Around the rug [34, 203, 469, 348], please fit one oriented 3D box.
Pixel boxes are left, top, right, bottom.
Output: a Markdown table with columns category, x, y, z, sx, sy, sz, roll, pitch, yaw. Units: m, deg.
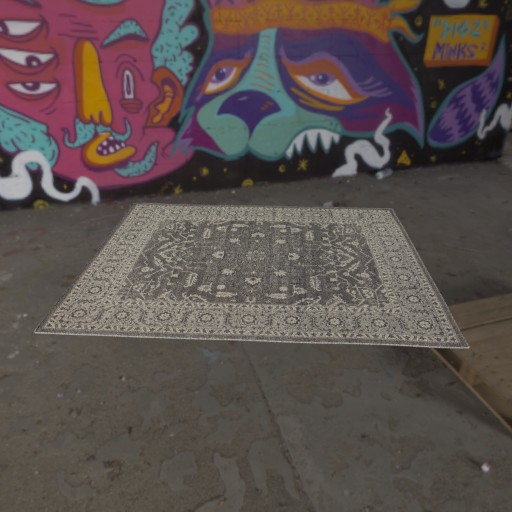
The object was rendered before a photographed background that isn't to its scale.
| category | x | y | z | sx | sy | sz | roll | pitch | yaw |
| --- | --- | --- | --- | --- | --- | --- | --- | --- | --- |
| rug | 0.000 | 0.000 | 4.165 | 3.069 | 0.026 | 2.451 | 1 | 29 | 3 |
